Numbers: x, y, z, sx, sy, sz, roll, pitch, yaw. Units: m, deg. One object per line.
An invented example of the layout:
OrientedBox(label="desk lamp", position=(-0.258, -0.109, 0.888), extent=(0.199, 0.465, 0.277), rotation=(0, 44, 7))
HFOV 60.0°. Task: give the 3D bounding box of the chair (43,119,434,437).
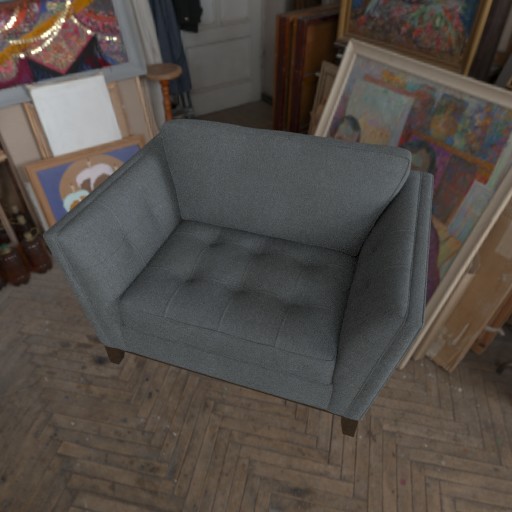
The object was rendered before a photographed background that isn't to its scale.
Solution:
OrientedBox(label="chair", position=(0.000, 0.000, 2.049), extent=(1.396, 0.942, 0.965), rotation=(13, 43, 14))
